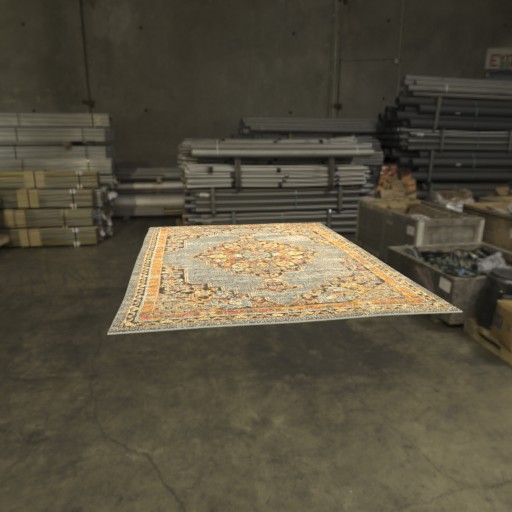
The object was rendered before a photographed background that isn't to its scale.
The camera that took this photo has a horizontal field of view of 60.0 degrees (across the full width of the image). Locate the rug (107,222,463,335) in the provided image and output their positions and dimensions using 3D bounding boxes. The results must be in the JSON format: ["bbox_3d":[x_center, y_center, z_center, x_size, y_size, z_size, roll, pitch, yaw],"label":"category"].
[{"bbox_3d":[0.000,0.000,4.083,2.158,0.024,3.063,-2,15,-8],"label":"rug"}]
